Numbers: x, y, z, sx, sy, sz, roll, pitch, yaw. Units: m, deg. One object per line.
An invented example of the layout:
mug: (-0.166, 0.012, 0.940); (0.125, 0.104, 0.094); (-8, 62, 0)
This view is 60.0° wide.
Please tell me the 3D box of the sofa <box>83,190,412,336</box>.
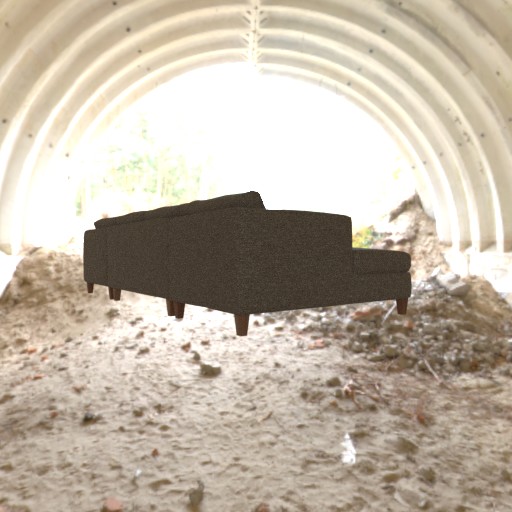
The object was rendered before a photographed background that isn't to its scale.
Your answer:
sofa: (0.000, 0.000, 4.434); (2.551, 0.853, 3.238); (0, 1, -36)
